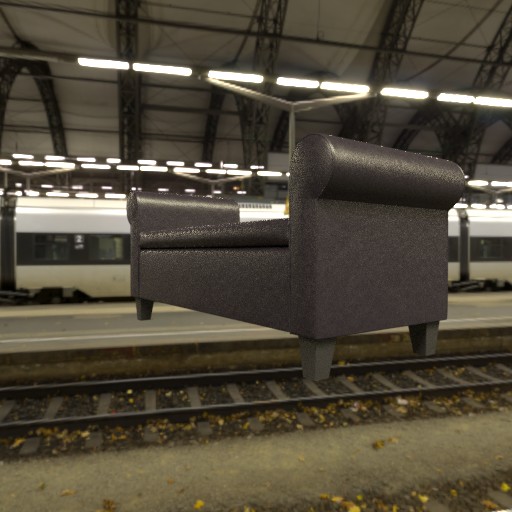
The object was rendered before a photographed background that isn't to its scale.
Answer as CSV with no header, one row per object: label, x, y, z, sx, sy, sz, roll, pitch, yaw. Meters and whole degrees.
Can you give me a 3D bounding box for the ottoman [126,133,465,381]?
ottoman,0.000,0.000,1.568,0.521,0.547,1.256,0,1,-35
